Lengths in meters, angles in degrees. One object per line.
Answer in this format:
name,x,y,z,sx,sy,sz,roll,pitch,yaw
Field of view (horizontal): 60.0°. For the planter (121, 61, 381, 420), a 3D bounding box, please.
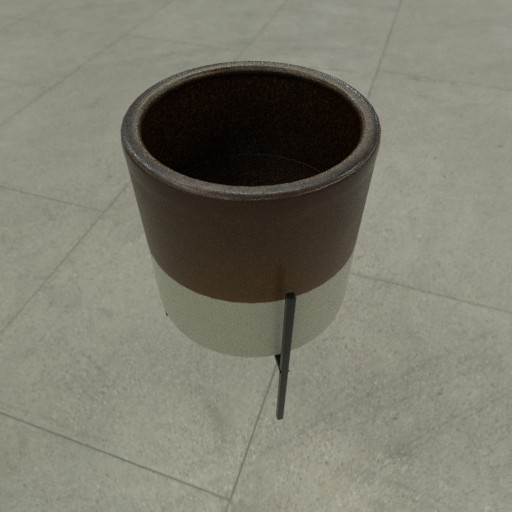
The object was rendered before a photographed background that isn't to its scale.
planter,0.000,0.000,0.554,0.255,0.375,0.269,-12,49,-11
